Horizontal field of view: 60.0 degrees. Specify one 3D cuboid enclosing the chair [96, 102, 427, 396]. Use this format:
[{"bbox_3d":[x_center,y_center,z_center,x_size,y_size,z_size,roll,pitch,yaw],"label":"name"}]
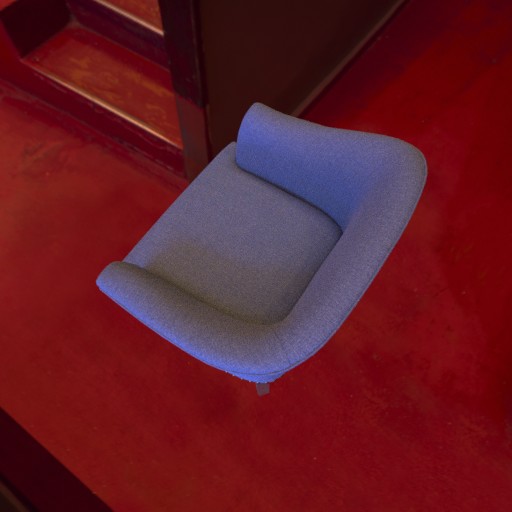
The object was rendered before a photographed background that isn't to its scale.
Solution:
[{"bbox_3d":[0.000,0.000,1.417,0.704,0.815,0.798,31,68,14],"label":"chair"}]
